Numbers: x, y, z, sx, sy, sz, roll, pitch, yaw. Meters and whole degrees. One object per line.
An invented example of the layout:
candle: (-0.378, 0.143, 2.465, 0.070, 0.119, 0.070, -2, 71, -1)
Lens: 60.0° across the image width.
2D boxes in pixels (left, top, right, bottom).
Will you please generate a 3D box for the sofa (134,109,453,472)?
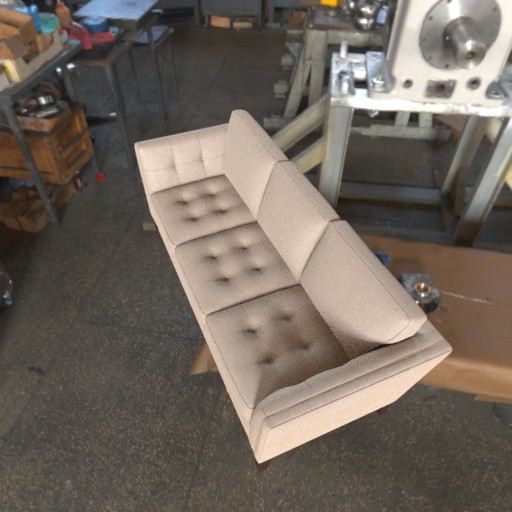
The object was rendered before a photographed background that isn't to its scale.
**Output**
sofa: (0.000, 0.000, 2.897, 0.965, 0.940, 2.388, -17, 48, -16)
